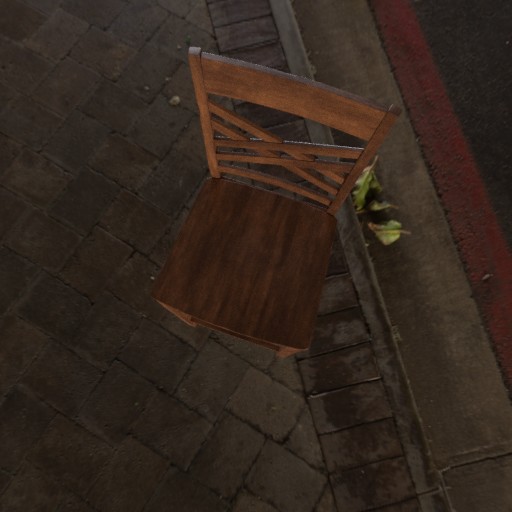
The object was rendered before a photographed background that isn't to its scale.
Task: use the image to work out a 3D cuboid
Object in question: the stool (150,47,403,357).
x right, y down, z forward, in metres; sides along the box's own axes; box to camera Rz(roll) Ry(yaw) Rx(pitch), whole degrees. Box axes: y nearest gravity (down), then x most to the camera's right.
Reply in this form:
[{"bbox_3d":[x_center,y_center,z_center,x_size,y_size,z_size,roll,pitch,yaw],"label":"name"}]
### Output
[{"bbox_3d":[0.000,0.000,1.337,0.433,1.105,0.487,18,77,5],"label":"stool"}]
